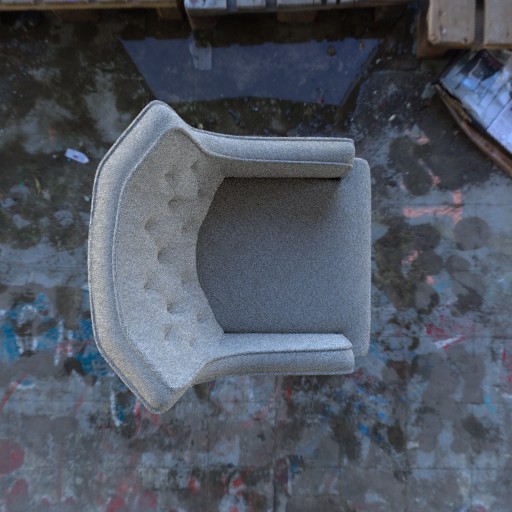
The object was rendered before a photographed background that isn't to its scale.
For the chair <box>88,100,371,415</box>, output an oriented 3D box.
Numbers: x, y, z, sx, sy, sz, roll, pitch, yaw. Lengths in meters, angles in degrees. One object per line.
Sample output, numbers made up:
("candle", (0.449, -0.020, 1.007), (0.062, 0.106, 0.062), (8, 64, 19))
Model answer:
("chair", (0.000, 0.000, 1.646), (0.910, 0.920, 0.820), (0, 91, -1))
